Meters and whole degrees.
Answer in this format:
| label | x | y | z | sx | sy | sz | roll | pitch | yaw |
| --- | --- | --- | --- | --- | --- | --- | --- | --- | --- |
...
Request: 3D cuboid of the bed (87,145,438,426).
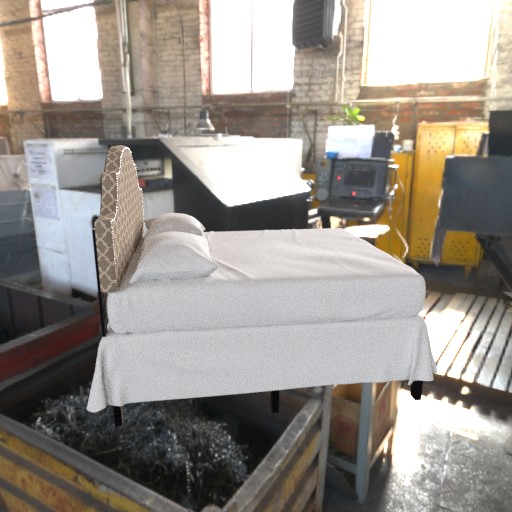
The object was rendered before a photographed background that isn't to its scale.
| label | x | y | z | sx | sy | sz | roll | pitch | yaw |
| --- | --- | --- | --- | --- | --- | --- | --- | --- | --- |
| bed | 0.000 | 0.000 | 3.358 | 2.222 | 1.633 | 1.780 | -2 | 15 | -8 |
